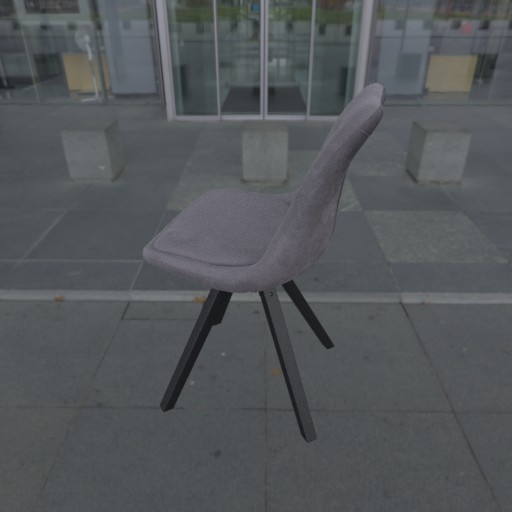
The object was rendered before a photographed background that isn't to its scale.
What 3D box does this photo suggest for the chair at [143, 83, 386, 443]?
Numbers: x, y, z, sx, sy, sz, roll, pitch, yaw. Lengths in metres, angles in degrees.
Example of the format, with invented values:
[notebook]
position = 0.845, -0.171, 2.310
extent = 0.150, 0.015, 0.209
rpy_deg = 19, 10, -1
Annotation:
[chair]
position = 0.000, 0.000, 1.177
extent = 0.550, 0.850, 0.485
rpy_deg = 8, 31, 14
